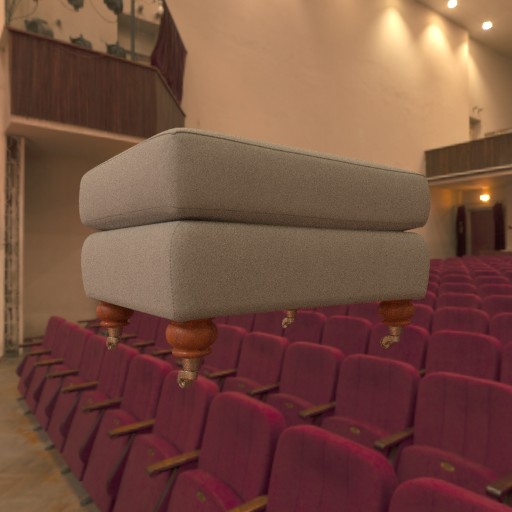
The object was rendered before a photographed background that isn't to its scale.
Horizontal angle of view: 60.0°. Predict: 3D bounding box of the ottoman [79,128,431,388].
[{"bbox_3d":[0.000,0.000,1.162,0.773,0.499,0.569,0,0,-36],"label":"ottoman"}]
